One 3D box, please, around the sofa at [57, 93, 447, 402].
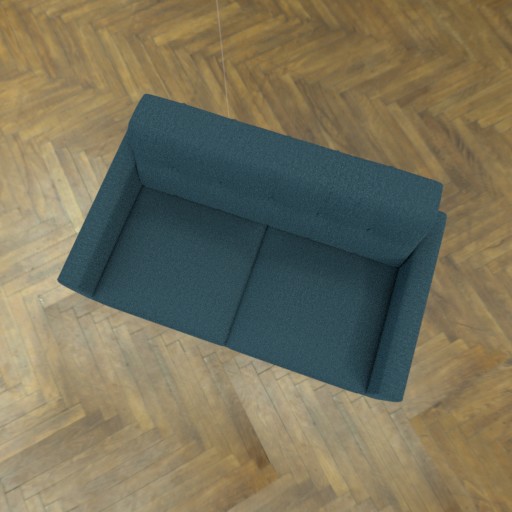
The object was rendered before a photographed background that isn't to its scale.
[{"bbox_3d":[0.000,0.000,2.231,1.651,0.896,0.942,18,75,5],"label":"sofa"}]
